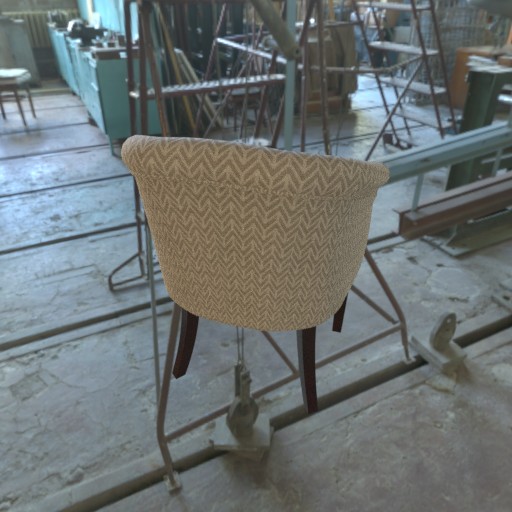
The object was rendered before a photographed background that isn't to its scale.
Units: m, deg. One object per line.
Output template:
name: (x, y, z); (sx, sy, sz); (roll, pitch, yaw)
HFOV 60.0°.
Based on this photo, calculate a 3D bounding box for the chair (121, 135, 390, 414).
chair: (0.000, 0.000, 1.329); (0.686, 0.858, 0.613); (10, 33, 15)
